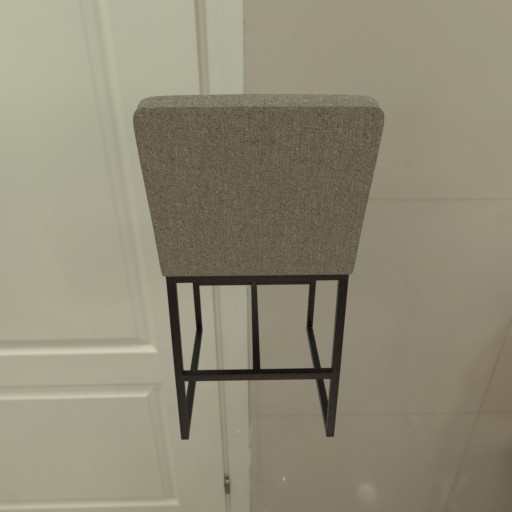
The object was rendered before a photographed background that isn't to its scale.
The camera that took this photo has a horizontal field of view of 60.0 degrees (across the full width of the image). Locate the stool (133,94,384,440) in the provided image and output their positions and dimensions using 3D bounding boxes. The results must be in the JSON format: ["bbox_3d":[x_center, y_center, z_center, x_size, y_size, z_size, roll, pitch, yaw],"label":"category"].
[{"bbox_3d":[0.000,0.000,1.241,0.460,0.940,0.560,-1,29,-1],"label":"stool"}]
